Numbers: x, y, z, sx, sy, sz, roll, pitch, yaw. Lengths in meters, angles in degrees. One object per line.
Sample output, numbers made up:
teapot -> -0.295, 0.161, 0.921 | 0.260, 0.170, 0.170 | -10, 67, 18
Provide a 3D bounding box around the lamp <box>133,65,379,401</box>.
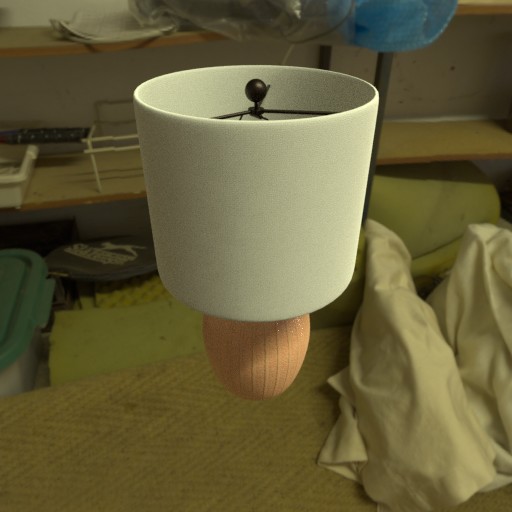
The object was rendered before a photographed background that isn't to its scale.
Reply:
lamp -> 0.000, 0.000, 0.754 | 0.329, 0.570, 0.329 | 0, 33, 0
